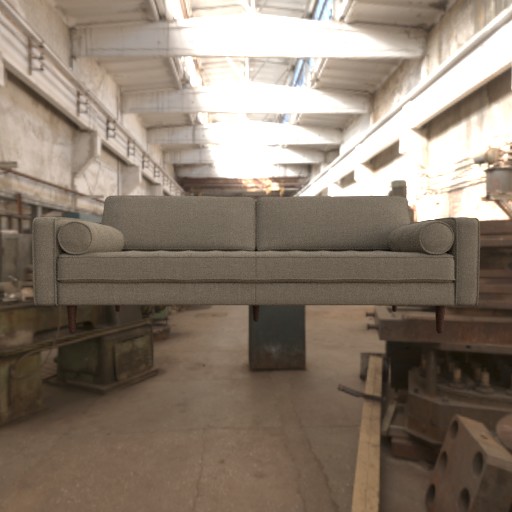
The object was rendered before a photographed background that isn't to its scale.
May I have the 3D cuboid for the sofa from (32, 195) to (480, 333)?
[{"bbox_3d":[0.000,0.000,2.593,2.211,0.762,0.914,0,1,0],"label":"sofa"}]
